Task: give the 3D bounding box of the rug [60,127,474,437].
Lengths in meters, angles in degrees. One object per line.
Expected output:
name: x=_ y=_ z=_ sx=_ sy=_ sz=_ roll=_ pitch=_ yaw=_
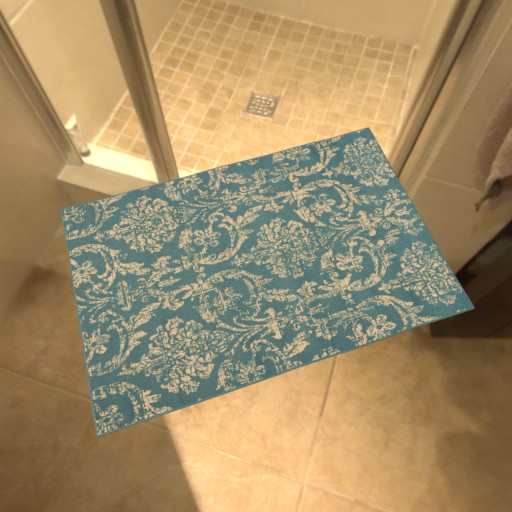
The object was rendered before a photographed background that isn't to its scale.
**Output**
rug: x=0.000 y=0.000 z=2.274 sx=1.833 sy=0.012 sz=1.211 roll=-17 pitch=65 yaw=-8
